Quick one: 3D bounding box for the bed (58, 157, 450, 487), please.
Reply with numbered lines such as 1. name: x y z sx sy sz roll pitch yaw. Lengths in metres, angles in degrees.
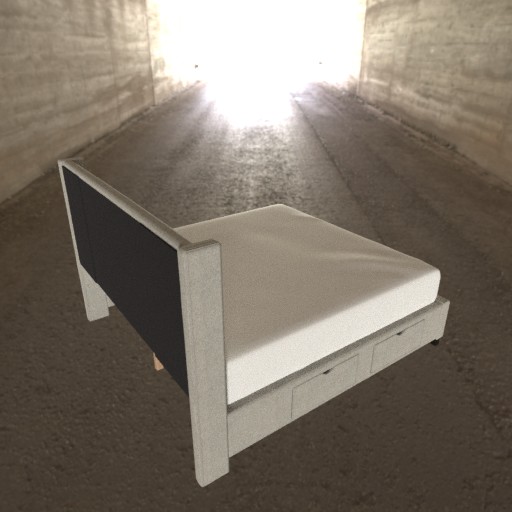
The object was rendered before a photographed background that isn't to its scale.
1. bed: 0.000 0.000 3.566 2.280 1.470 2.140 -17 30 -32
